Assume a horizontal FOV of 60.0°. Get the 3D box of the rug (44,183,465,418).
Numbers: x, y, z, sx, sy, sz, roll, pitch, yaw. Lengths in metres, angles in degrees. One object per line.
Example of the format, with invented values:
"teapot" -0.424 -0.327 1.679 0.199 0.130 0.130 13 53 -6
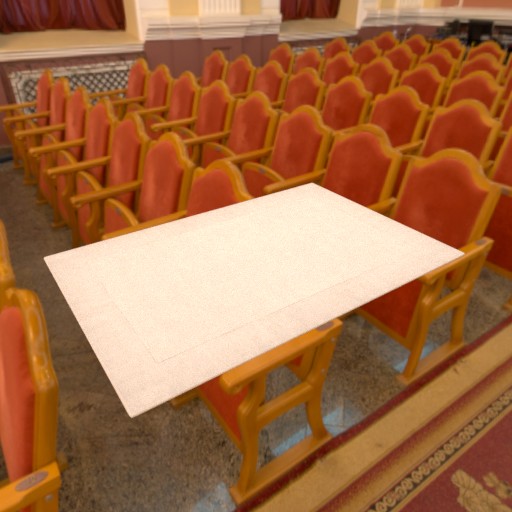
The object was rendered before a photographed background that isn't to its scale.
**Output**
"rug" 0.000 0.000 2.307 1.829 0.013 1.219 -20 36 -29
